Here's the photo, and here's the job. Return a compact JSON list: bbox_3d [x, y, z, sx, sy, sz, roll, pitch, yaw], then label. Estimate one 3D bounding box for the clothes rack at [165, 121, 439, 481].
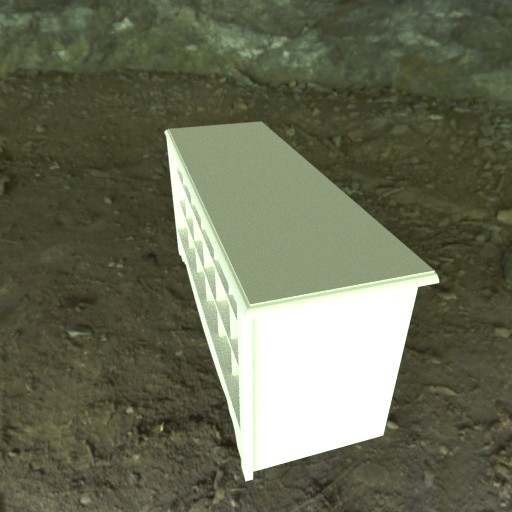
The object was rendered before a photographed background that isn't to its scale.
[{"bbox_3d":[0.000,0.000,1.476,0.405,0.558,1.218,-9,33,-14],"label":"clothes rack"}]
